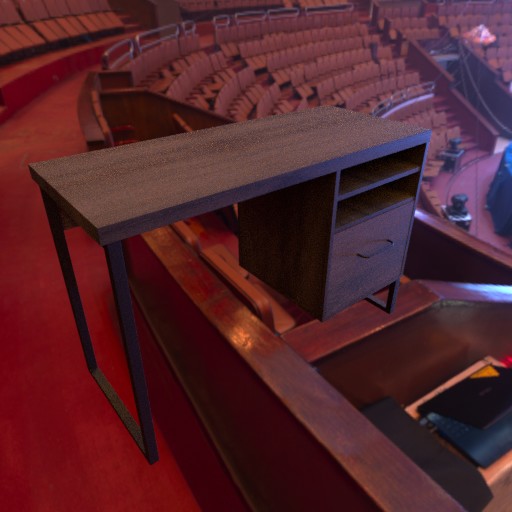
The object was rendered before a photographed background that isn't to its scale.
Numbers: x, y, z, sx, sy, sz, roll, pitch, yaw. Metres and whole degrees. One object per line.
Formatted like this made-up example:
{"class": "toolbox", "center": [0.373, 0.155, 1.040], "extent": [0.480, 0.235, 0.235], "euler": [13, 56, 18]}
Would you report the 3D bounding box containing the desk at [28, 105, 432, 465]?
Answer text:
{"class": "desk", "center": [0.000, 0.000, 1.494], "extent": [1.134, 0.752, 0.511], "euler": [-22, 37, -33]}
